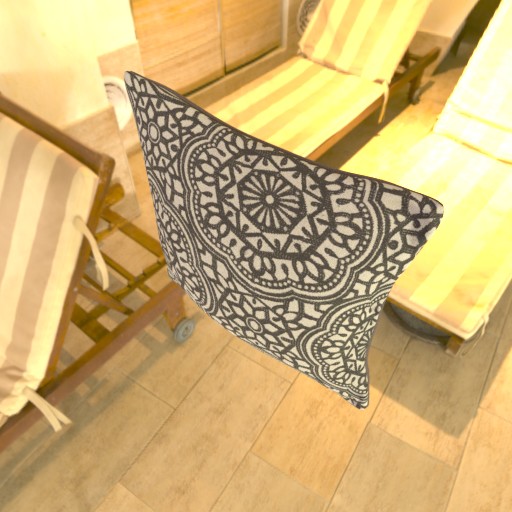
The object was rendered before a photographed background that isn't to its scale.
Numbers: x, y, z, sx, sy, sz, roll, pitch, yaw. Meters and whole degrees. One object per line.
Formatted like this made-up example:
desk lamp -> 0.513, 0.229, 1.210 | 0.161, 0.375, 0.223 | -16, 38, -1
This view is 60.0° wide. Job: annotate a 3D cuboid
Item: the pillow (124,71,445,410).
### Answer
pillow -> 0.000, 0.000, 0.628 | 0.436, 0.417, 0.148 | 30, 54, 25
